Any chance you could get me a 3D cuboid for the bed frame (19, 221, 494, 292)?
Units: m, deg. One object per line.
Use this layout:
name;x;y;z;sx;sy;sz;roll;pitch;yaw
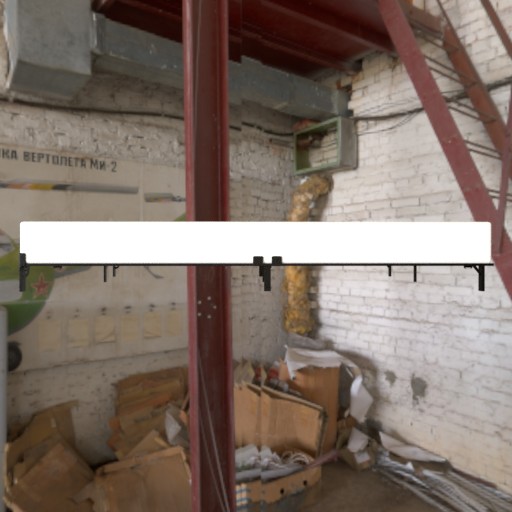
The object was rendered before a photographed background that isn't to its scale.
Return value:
bed frame;0.000;0.000;3.743;2.987;0.440;1.930;0;0;-1
